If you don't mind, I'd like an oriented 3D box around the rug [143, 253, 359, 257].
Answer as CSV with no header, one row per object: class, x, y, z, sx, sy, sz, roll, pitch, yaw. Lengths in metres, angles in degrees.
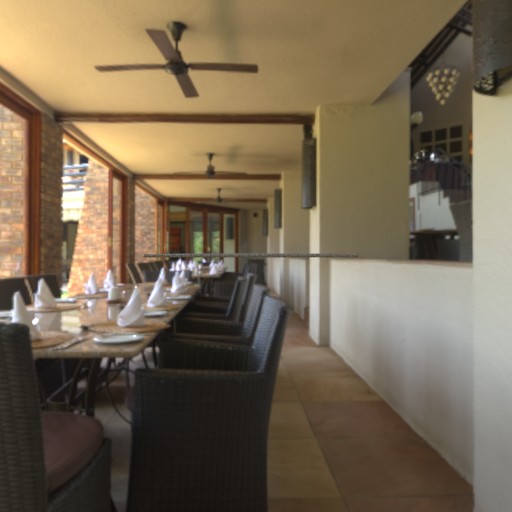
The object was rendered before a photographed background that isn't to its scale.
rug,0.000,0.000,2.037,0.553,0.012,1.827,0,0,1
